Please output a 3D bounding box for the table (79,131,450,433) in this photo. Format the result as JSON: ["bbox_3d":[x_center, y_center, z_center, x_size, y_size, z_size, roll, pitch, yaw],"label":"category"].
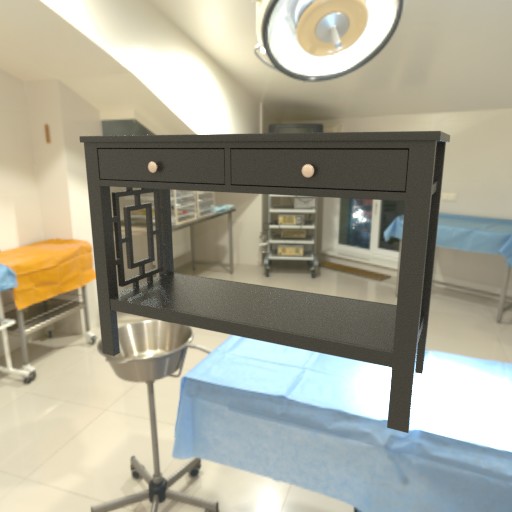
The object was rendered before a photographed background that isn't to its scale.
[{"bbox_3d":[0.000,0.000,1.436,1.068,0.753,0.397,7,15,25],"label":"table"}]
